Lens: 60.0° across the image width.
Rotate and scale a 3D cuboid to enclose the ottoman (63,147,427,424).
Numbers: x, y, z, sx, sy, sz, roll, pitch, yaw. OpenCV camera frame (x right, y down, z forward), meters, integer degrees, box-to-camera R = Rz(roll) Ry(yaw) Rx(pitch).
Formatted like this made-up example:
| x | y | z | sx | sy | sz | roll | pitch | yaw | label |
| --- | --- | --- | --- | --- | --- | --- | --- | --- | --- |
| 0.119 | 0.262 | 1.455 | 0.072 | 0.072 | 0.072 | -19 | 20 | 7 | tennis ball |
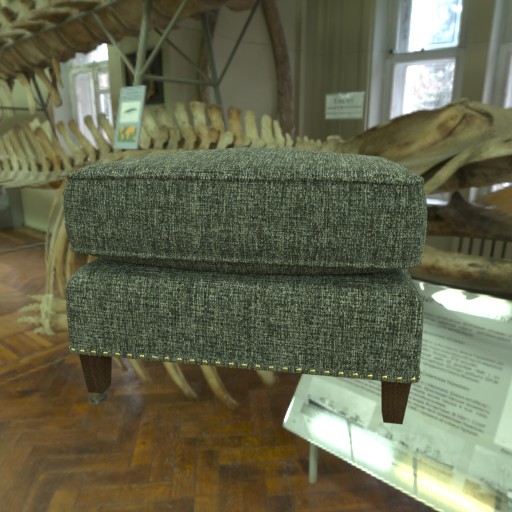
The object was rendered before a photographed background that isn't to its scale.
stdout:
| x | y | z | sx | sy | sz | roll | pitch | yaw | label |
| --- | --- | --- | --- | --- | --- | --- | --- | --- | --- |
| 0.000 | 0.000 | 1.123 | 0.738 | 0.537 | 0.589 | 3 | 16 | 9 | ottoman |
